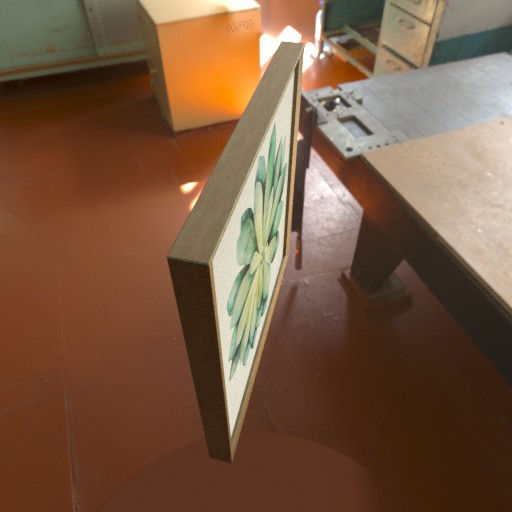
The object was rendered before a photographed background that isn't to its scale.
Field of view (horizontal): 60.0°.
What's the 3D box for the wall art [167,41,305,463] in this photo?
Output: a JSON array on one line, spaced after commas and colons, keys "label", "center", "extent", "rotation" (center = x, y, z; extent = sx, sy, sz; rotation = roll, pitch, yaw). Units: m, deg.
[{"label": "wall art", "center": [0.000, 0.000, 0.743], "extent": [0.040, 0.506, 0.503], "rotation": [10, 48, 10]}]
